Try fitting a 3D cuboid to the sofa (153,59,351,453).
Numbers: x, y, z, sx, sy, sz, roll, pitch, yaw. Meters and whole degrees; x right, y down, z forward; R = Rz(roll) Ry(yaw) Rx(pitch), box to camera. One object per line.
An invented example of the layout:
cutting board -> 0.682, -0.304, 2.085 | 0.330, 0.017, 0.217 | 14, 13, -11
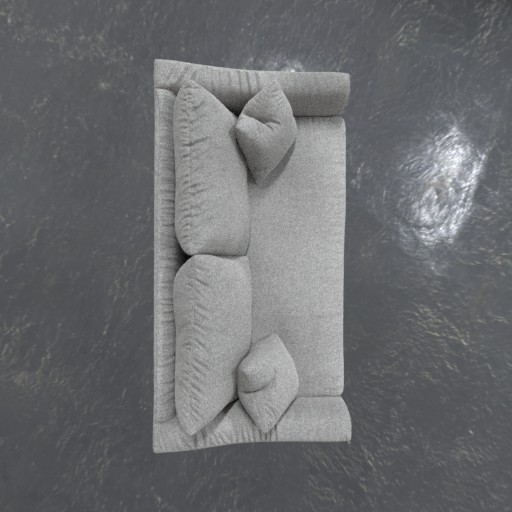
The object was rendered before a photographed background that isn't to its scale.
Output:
sofa -> 0.000, 0.000, 2.587 | 1.072, 1.018, 2.010 | 0, 89, -1
